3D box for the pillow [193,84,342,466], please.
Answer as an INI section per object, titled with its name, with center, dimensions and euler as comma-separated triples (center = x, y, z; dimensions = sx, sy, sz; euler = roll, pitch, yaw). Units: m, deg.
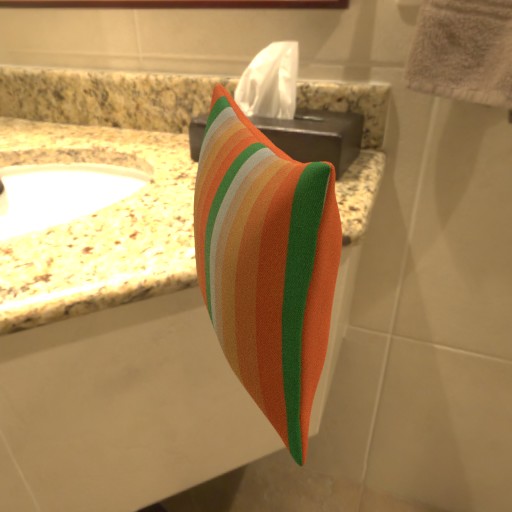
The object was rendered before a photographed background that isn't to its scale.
[pillow]
center = 0.000, 0.000, 0.696
dimensions = 0.169, 0.444, 0.453
euler = -9, 32, -15
